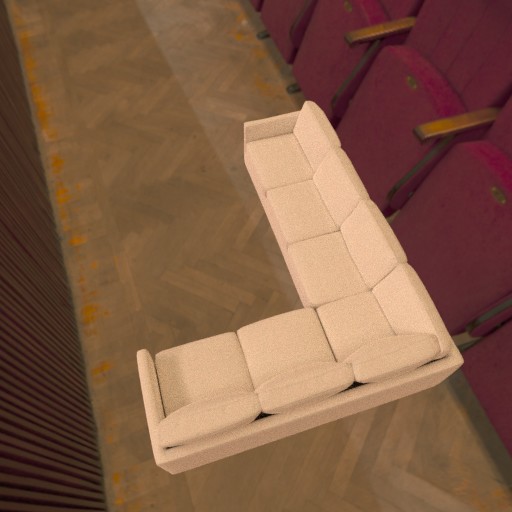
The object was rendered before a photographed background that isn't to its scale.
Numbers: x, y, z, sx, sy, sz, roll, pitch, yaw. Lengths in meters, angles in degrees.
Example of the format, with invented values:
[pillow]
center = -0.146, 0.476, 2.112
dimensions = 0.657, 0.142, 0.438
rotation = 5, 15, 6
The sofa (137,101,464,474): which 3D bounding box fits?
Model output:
[sofa]
center = 0.000, 0.000, 4.426
dimensions = 2.593, 0.947, 3.302
rotation = -15, 59, -9
